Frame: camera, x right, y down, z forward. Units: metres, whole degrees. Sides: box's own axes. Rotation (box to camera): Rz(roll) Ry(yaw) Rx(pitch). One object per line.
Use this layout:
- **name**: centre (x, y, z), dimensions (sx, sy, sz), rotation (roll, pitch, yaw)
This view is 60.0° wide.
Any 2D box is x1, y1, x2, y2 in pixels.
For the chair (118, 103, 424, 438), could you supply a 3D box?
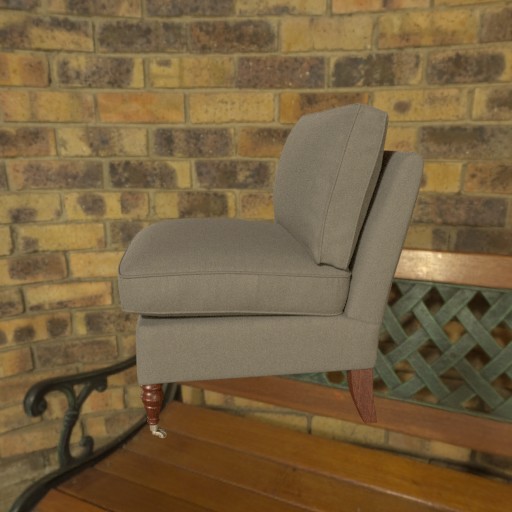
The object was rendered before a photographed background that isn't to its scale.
- **chair**: centre (0.000, 0.000, 1.663), dimensions (0.924, 1.045, 0.724), rotation (-2, 15, -8)
